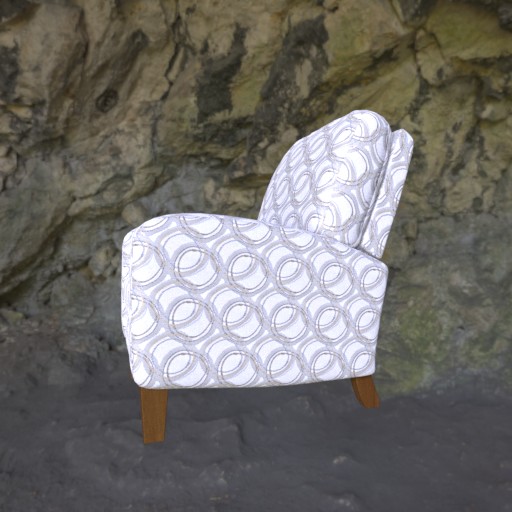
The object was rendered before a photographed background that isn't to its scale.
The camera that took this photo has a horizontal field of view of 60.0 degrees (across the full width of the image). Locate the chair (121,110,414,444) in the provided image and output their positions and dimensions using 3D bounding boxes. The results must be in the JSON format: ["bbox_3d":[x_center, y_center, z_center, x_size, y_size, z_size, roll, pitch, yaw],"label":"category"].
[{"bbox_3d":[0.000,0.000,1.748,0.995,1.065,0.796,0,1,-19],"label":"chair"}]
